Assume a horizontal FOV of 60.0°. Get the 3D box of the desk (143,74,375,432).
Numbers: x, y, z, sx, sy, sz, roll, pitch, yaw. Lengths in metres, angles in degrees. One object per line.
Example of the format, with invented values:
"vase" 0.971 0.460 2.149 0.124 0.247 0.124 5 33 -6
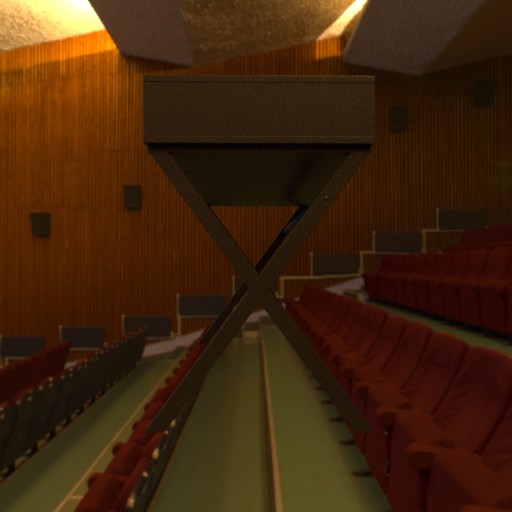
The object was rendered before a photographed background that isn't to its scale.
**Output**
"desk" 0.000 0.000 1.490 0.504 0.780 1.057 0 0 -1
